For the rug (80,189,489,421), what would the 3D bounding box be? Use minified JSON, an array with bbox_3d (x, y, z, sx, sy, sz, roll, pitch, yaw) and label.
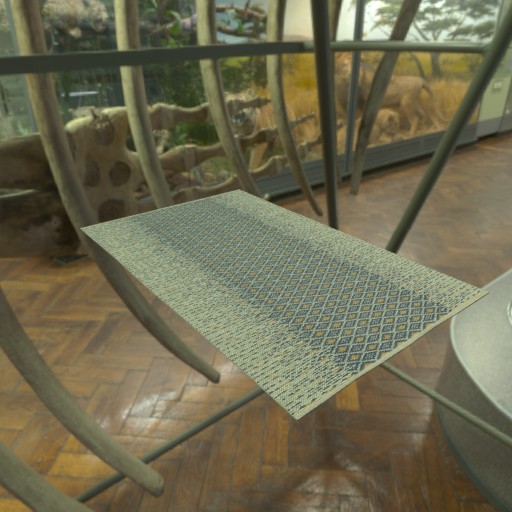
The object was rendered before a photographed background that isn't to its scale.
[{"bbox_3d":[0.000,0.000,3.017,1.541,0.008,2.448,-20,33,-34],"label":"rug"}]
